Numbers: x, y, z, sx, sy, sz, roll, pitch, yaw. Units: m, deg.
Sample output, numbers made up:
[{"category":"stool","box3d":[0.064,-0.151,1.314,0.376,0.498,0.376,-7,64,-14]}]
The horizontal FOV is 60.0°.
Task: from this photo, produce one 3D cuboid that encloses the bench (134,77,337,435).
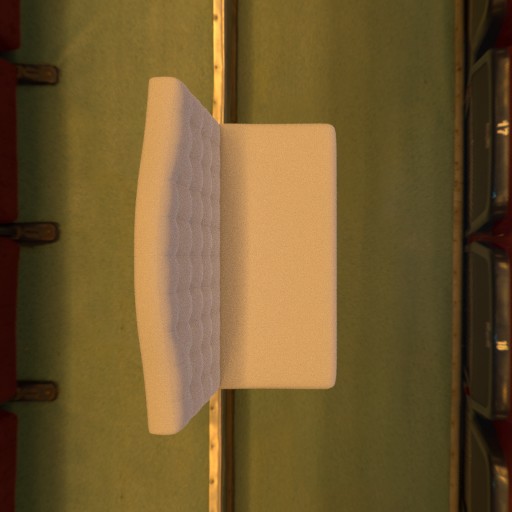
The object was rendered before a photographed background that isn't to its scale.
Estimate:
[{"category":"bench","box3d":[0.000,0.000,2.071,0.815,1.180,1.335,0,90,1]}]
